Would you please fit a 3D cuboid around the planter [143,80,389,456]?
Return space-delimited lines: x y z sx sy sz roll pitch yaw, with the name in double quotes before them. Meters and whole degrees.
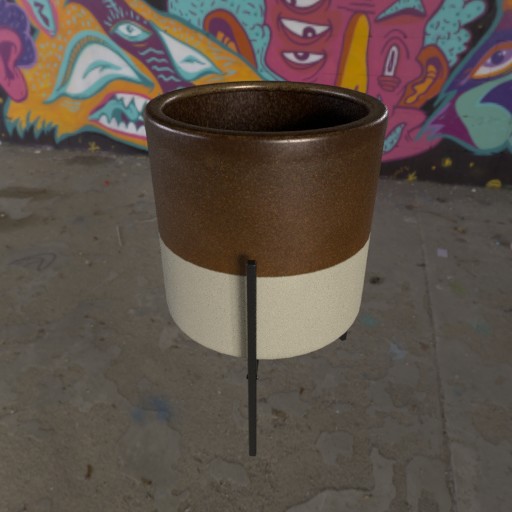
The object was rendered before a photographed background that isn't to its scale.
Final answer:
"planter" 0.000 0.000 0.555 0.269 0.375 0.255 19 36 28
